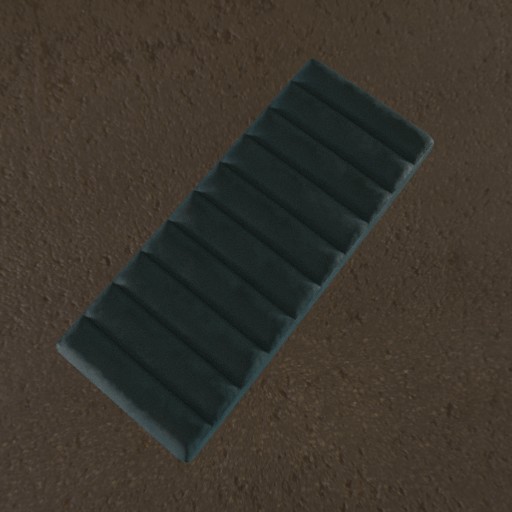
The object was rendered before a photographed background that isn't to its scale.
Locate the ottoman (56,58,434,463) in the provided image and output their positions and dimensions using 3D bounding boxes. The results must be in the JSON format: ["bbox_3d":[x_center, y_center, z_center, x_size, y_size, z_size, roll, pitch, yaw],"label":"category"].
[{"bbox_3d":[0.000,0.000,1.440,0.482,0.469,1.151,38,79,9],"label":"ottoman"}]
